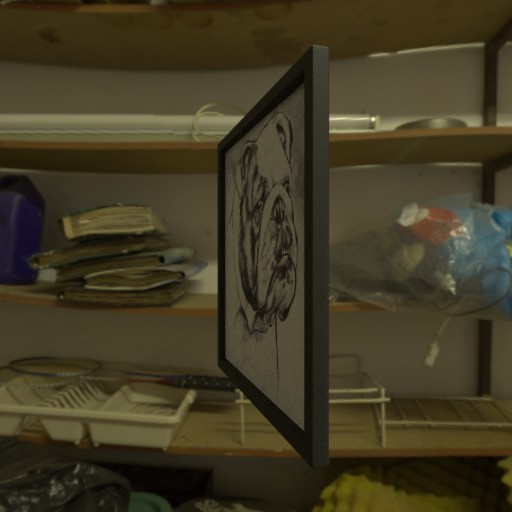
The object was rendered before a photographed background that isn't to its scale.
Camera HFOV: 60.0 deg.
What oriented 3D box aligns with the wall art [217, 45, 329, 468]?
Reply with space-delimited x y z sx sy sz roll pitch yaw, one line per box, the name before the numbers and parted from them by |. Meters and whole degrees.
wall art | 0.000 0.000 0.692 0.022 0.453 0.456 0 0 -18
